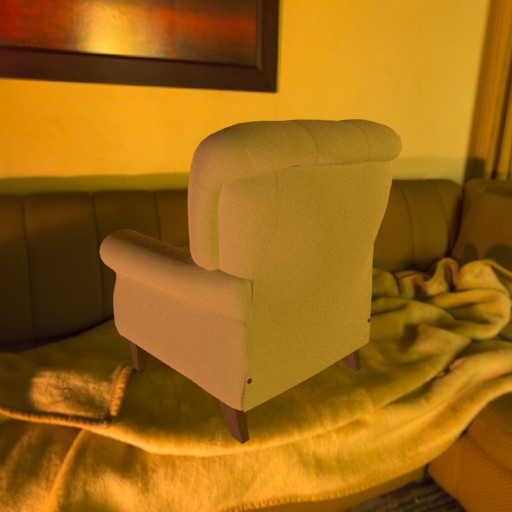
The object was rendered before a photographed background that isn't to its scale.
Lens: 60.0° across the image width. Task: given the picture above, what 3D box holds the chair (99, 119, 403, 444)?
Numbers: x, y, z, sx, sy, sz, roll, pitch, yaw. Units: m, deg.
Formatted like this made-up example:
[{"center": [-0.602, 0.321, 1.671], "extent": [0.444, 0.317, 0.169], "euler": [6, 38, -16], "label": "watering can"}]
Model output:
[{"center": [0.000, 0.000, 2.005], "extent": [1.035, 1.169, 1.132], "euler": [-14, 21, -42], "label": "chair"}]
